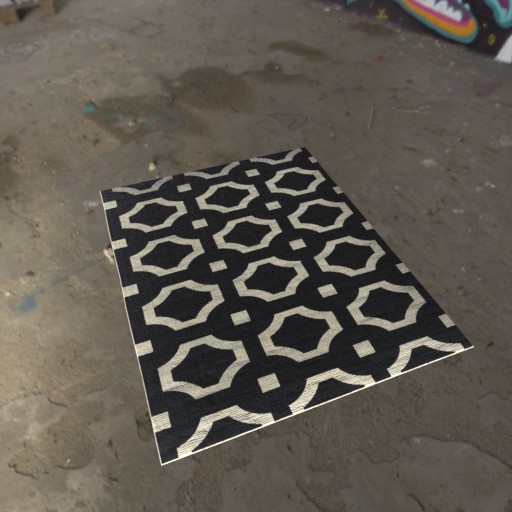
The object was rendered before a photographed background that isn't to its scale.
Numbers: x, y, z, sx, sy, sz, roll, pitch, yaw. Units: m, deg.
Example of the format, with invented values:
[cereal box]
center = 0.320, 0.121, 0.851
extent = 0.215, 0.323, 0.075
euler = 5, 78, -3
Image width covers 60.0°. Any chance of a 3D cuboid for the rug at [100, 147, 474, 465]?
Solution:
[rug]
center = 0.000, 0.000, 4.126
extent = 2.466, 0.021, 3.049
euler = -15, 48, -15
